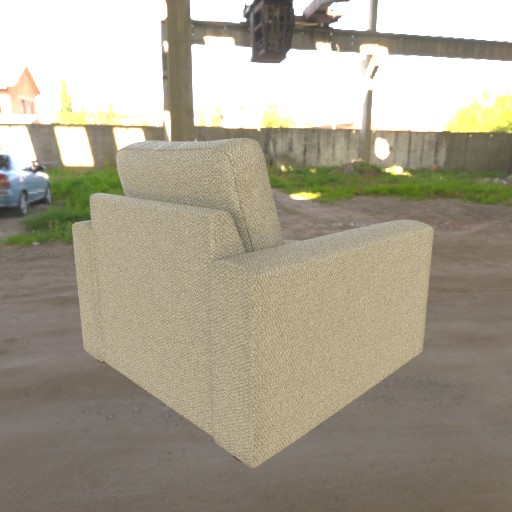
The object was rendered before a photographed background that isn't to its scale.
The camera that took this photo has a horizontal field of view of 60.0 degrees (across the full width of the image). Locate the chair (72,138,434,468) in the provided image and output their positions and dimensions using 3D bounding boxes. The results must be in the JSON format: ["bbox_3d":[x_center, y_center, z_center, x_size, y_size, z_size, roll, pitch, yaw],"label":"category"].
[{"bbox_3d":[0.000,0.000,1.734,1.005,0.873,1.016,13,19,43],"label":"chair"}]
